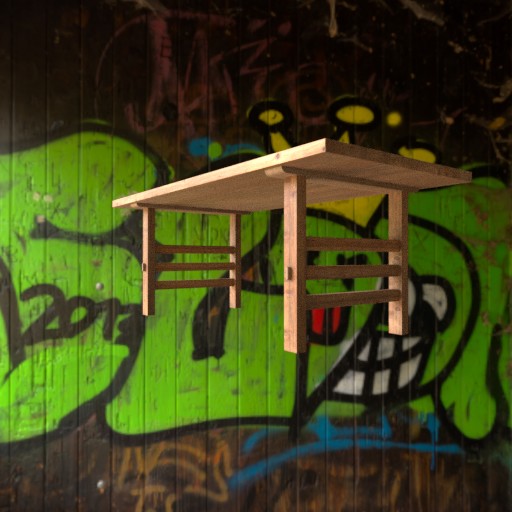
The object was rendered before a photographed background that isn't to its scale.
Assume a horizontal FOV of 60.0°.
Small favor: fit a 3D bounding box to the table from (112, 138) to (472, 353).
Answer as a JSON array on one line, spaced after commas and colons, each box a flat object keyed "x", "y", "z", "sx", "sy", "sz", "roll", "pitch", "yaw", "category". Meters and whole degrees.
[{"x": 0.000, "y": 0.000, "z": 2.527, "sx": 0.952, "sy": 0.760, "sz": 2.003, "roll": 0, "pitch": 0, "yaw": -37, "category": "table"}]
